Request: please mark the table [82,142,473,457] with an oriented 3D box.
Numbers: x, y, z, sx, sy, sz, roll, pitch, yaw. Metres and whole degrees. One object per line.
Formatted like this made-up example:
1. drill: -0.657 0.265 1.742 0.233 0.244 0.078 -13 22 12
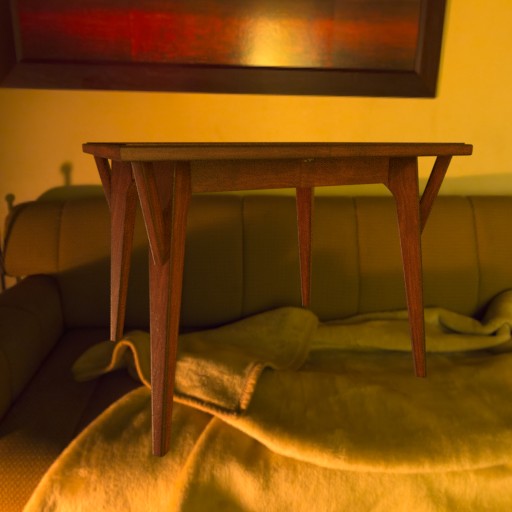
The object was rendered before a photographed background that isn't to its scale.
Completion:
1. table: 0.000 0.000 1.533 0.991 0.761 0.838 -7 16 -25
